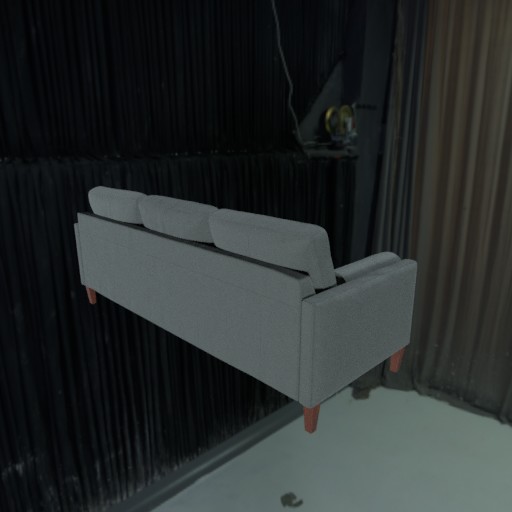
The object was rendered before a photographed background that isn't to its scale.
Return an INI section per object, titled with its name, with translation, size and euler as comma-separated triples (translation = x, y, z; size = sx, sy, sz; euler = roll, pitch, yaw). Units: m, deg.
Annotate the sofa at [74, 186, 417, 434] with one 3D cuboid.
[sofa]
translation = 0.000, 0.000, 2.948
size = 1.506, 0.876, 2.178
euler = -15, 21, -42
